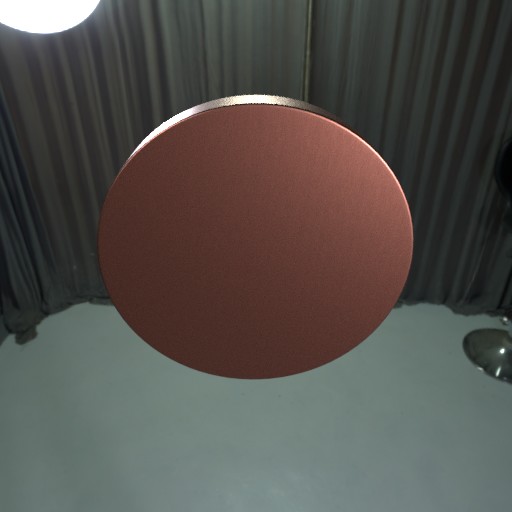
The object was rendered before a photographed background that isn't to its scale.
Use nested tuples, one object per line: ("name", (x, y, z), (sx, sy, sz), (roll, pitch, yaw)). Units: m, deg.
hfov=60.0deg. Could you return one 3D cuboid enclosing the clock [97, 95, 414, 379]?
("clock", (0.000, 0.000, 0.461), (0.313, 0.313, 0.040), (-1, 30, -1))
